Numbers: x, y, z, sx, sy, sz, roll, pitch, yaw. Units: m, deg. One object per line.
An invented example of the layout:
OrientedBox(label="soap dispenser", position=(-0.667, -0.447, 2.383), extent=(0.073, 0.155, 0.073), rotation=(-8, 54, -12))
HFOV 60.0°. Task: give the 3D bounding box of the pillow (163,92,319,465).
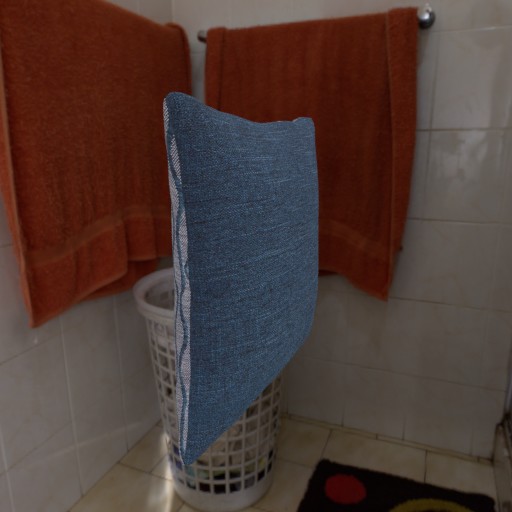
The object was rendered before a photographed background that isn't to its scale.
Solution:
OrientedBox(label="pillow", position=(0.000, 0.000, 0.680), extent=(0.159, 0.435, 0.435), rotation=(6, 16, 23))
